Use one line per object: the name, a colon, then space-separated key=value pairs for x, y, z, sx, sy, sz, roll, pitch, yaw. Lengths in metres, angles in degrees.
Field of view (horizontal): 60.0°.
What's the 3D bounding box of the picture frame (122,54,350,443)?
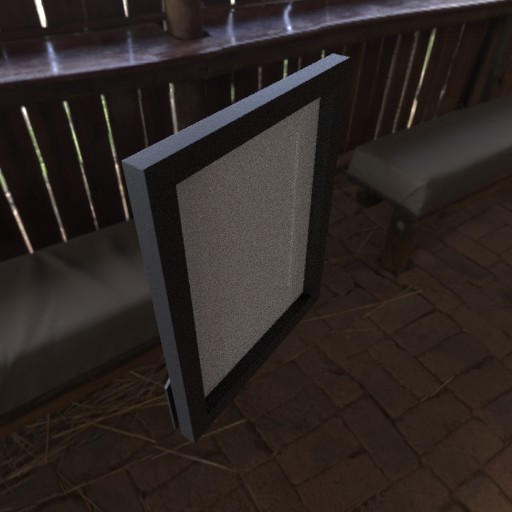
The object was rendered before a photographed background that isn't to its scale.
picture frame: x=0.000 y=0.000 z=0.527 sx=0.036 sy=0.383 sz=0.307 roll=25 pitch=47 yaw=27
